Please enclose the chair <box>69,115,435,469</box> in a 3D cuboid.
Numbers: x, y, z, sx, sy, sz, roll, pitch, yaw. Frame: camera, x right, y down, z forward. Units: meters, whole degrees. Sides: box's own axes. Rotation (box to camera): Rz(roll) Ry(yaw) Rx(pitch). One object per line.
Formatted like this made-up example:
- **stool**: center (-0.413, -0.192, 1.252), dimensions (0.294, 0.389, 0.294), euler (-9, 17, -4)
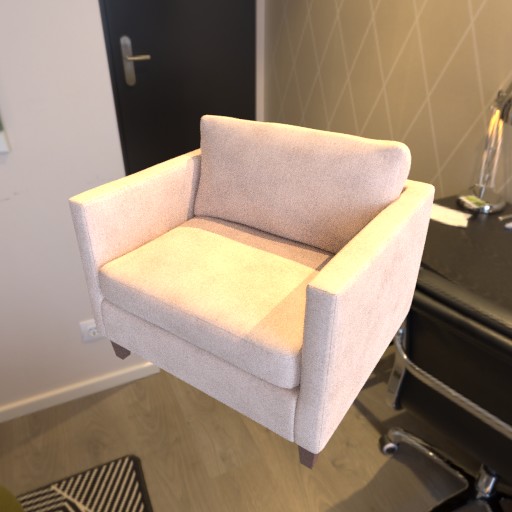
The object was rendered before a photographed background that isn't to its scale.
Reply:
- **chair**: center (0.000, 0.000, 1.837), dimensions (1.133, 0.961, 0.959), euler (19, 35, 29)
